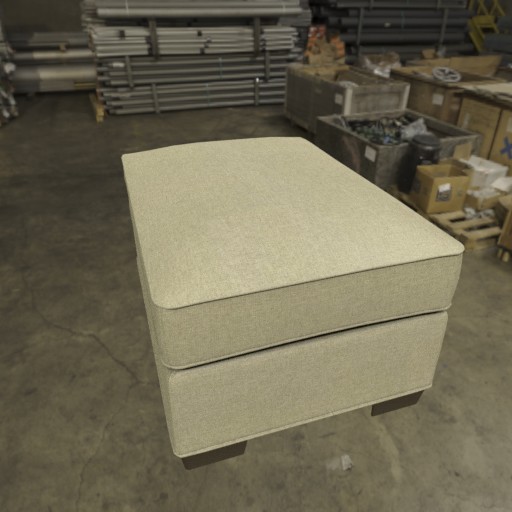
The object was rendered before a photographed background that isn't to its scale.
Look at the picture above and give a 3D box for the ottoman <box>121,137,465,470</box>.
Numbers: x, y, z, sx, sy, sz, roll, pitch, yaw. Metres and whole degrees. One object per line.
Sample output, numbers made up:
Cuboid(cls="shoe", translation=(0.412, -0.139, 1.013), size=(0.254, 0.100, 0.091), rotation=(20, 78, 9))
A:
Cuboid(cls="ottoman", translation=(0.000, 0.000, 1.216), size=(0.619, 0.504, 0.843), rotation=(-9, 32, -16))
